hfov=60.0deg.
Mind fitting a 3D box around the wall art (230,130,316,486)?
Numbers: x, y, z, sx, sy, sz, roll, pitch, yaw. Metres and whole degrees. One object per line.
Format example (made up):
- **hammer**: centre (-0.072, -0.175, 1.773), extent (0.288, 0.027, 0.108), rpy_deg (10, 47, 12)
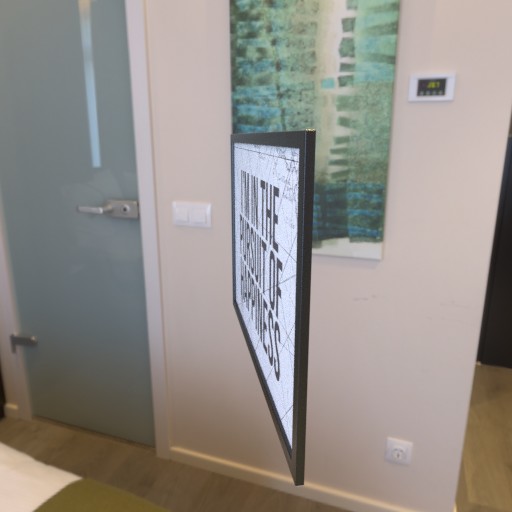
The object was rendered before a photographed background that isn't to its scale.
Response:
- **wall art**: centre (0.000, 0.000, 1.032), extent (0.015, 0.552, 0.819), rpy_deg (-3, 15, -10)
